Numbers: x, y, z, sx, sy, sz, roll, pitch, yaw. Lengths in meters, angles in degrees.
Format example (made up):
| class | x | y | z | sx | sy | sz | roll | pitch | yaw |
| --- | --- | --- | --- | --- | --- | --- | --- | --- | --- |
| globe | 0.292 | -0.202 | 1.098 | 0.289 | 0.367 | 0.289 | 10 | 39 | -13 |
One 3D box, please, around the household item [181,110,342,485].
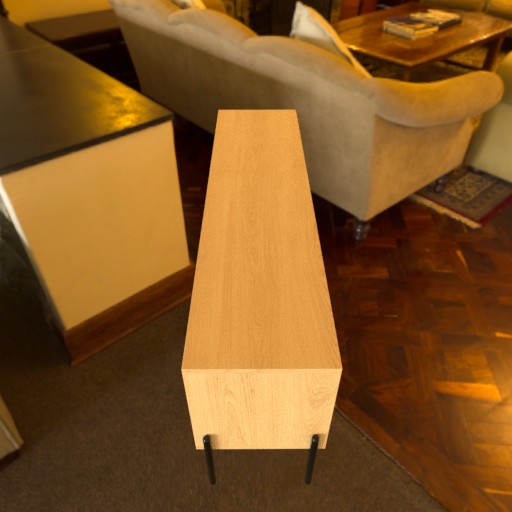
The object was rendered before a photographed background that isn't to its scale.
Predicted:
| class | x | y | z | sx | sy | sz | roll | pitch | yaw |
| --- | --- | --- | --- | --- | --- | --- | --- | --- | --- |
| household item | 0.000 | 0.000 | 1.811 | 0.400 | 0.600 | 1.550 | 0 | 41 | 0 |
